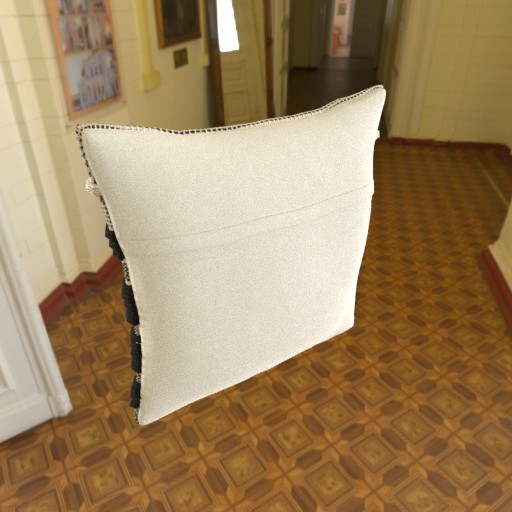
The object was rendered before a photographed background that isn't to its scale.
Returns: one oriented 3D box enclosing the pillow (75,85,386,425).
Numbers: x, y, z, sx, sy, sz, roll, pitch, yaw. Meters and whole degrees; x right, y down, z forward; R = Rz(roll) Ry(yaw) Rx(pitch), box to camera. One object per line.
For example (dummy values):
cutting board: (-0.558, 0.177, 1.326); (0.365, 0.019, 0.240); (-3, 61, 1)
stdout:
pillow: (0.000, 0.000, 0.648); (0.436, 0.438, 0.156); (-18, 35, -28)
